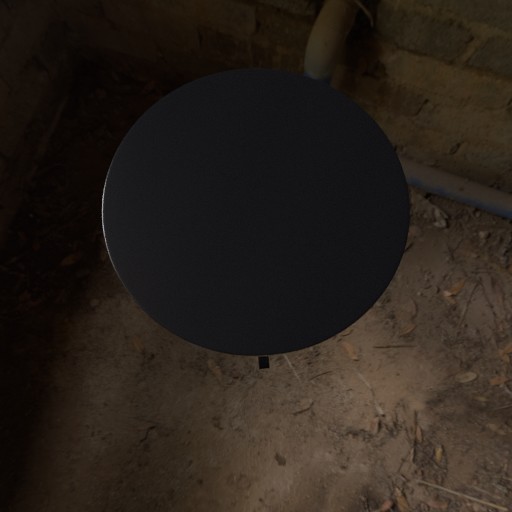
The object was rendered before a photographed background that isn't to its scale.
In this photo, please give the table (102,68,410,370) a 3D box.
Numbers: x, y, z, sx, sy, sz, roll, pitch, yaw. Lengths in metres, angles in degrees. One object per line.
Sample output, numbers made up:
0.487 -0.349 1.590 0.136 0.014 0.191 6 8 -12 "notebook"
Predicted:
0.000 0.000 1.006 0.481 0.665 0.481 0 74 0 "table"
